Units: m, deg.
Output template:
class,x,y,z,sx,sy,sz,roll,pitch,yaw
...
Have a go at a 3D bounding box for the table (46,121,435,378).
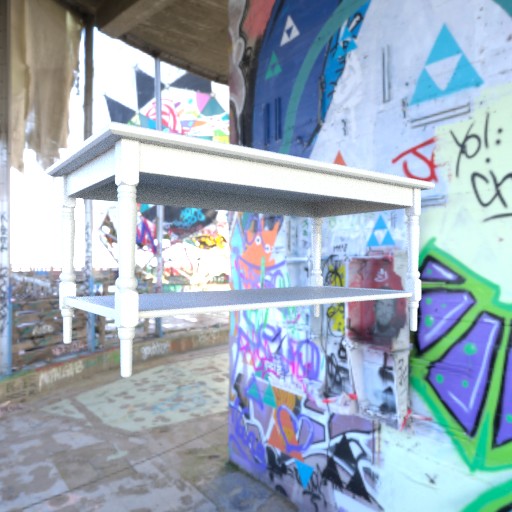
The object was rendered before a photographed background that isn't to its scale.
class,x,y,z,sx,sy,sz,roll,pitch,yaw
table,0.000,0.000,1.392,1.109,0.506,0.551,1,-1,-37
